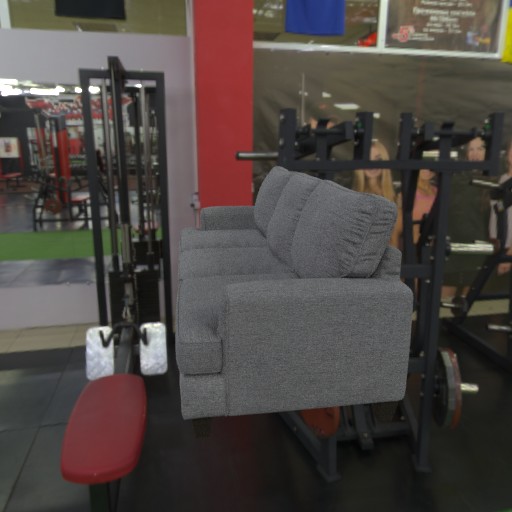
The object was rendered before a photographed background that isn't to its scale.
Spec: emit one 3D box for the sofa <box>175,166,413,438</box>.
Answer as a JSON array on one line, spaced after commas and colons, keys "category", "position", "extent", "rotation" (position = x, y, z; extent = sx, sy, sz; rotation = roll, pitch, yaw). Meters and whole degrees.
[{"category": "sofa", "position": [0.000, 0.000, 2.695], "extent": [0.951, 0.965, 2.158], "rotation": [-2, 15, -9]}]
